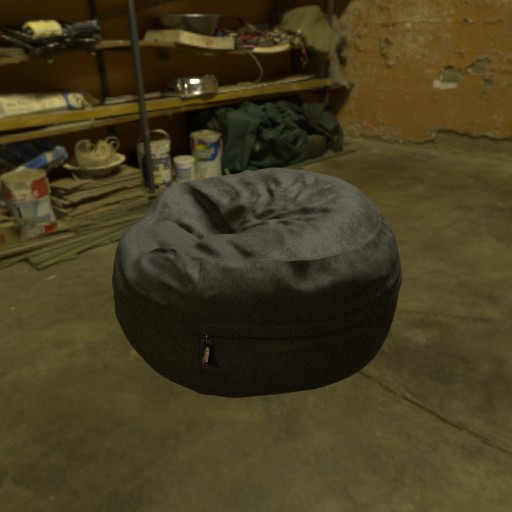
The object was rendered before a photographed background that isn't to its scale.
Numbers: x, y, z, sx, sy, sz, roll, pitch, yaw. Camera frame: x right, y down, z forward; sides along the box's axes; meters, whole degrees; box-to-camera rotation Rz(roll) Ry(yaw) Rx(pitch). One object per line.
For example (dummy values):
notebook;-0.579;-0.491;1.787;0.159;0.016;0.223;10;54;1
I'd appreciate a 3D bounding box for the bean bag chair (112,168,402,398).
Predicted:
bean bag chair;0.000;0.000;2.424;1.525;0.751;1.525;0;26;0
